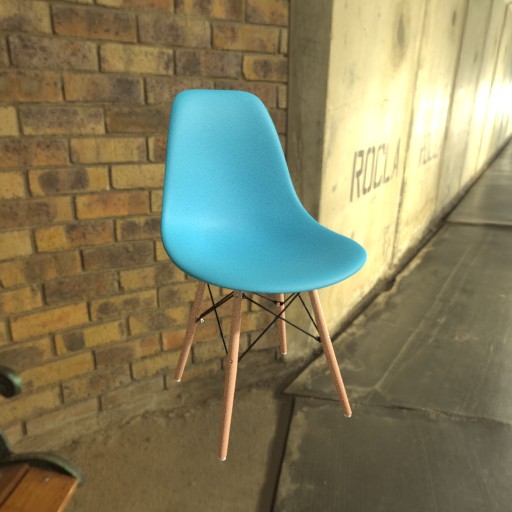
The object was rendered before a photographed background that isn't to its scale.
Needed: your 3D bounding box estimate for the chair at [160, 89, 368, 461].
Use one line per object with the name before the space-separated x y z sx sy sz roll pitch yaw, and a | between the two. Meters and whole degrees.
chair | 0.000 0.000 1.138 0.470 0.826 0.531 -8 19 -24
